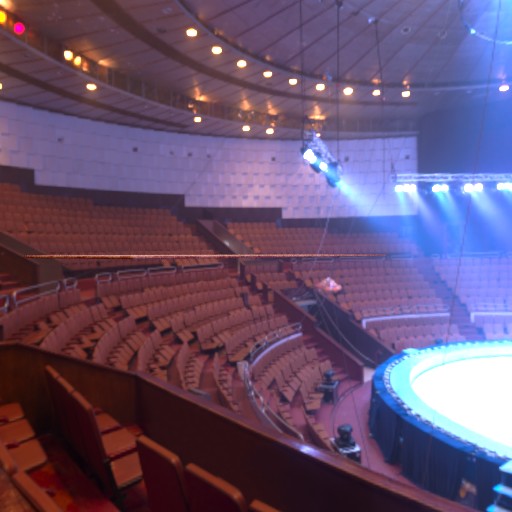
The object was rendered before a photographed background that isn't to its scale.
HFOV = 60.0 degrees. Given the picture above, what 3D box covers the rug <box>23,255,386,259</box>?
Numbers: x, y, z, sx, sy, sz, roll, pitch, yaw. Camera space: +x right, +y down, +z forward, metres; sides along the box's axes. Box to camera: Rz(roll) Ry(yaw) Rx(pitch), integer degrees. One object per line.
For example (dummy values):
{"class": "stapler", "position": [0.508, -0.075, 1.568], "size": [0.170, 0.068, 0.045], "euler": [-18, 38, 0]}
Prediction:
{"class": "rug", "position": [0.000, 0.000, 2.704], "size": [0.750, 0.011, 2.435], "euler": [0, 0, 36]}
